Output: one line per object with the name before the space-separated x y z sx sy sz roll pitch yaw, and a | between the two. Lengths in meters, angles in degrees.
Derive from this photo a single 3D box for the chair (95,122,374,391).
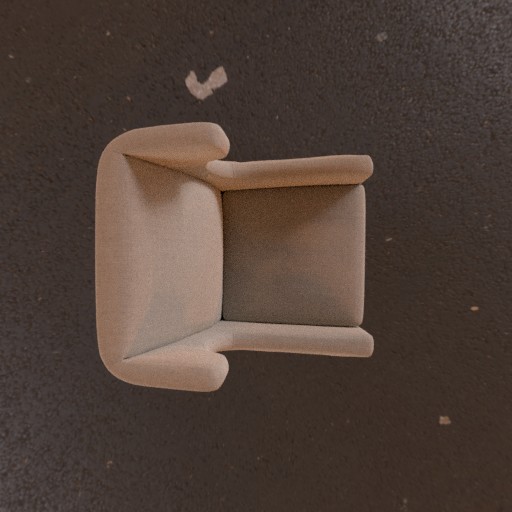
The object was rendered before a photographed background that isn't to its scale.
chair | 0.000 0.000 1.689 0.899 1.079 0.778 0 90 0
